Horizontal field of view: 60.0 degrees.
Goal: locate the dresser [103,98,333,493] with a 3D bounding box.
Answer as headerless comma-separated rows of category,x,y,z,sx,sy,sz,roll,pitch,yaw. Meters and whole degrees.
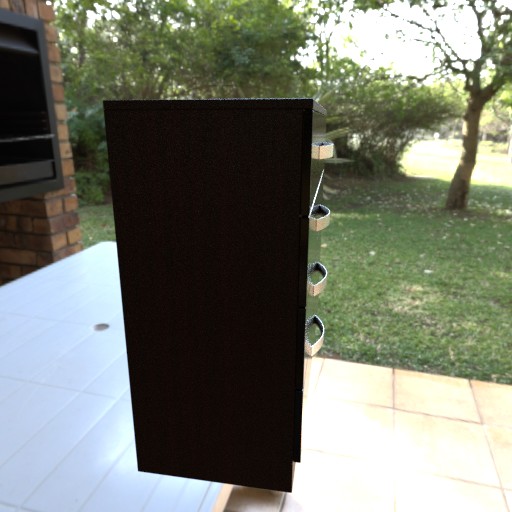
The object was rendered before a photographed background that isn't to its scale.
dresser,0.000,0.000,1.128,0.360,0.720,0.750,3,17,10
